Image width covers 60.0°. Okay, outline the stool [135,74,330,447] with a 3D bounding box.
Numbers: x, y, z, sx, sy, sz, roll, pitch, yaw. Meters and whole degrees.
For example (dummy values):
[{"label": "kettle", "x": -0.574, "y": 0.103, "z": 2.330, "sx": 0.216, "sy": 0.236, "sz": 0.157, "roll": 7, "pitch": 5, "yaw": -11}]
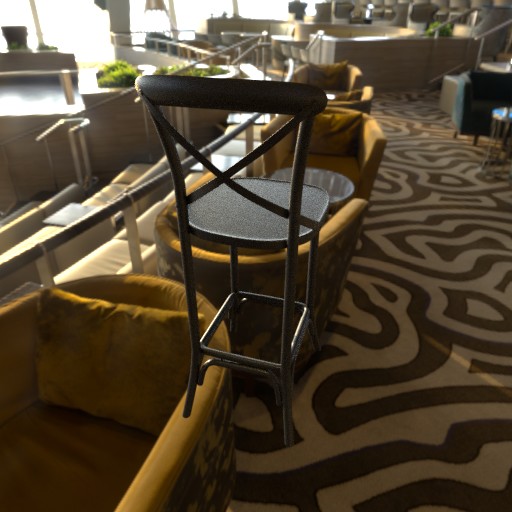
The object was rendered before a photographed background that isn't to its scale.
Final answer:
[{"label": "stool", "x": 0.000, "y": 0.000, "z": 1.439, "sx": 0.457, "sy": 1.168, "sz": 0.584, "roll": 9, "pitch": 32, "yaw": 15}]
